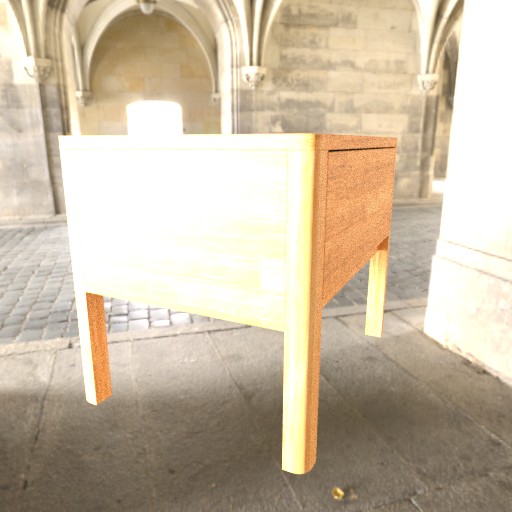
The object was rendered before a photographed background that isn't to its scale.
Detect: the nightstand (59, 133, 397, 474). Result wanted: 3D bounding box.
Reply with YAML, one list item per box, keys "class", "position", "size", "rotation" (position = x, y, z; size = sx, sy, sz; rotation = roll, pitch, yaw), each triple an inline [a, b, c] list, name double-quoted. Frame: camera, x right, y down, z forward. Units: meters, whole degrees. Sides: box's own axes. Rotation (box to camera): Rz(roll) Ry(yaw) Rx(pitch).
- class: "nightstand"
  position: [0.000, 0.000, 0.907]
  size: [0.440, 0.470, 0.560]
  rotation: [7, 16, 26]
